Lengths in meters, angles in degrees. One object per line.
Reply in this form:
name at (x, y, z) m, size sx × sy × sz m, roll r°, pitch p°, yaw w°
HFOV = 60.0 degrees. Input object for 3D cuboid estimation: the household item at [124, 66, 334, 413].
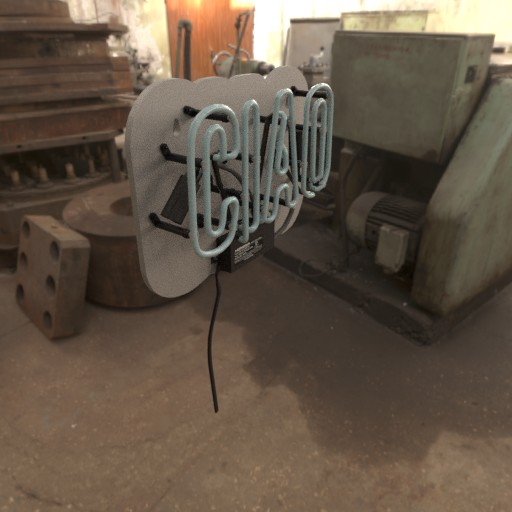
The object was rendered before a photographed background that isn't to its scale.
household item at (0.000, 0.000, 0.383) m, size 0.042 × 0.294 × 0.211 m, roll 18°, pitch 32°, yaw 32°
